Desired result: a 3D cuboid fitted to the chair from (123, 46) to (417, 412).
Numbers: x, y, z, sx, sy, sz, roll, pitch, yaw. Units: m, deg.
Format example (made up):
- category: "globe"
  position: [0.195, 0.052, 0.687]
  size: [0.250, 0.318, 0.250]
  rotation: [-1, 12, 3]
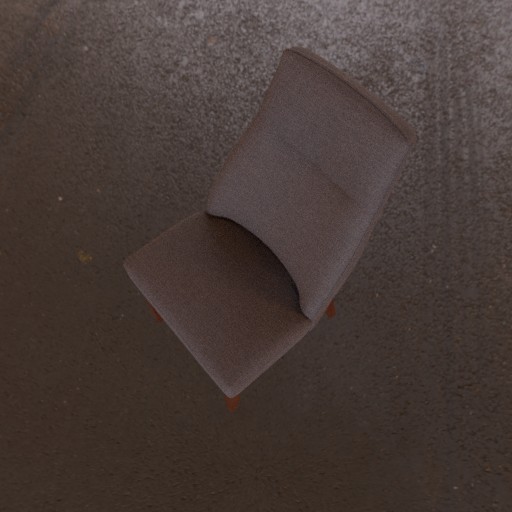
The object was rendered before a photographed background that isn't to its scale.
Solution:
- category: "chair"
  position: [0.000, 0.000, 1.281]
  size: [0.620, 0.930, 0.500]
  rotation: [-38, 69, -17]
